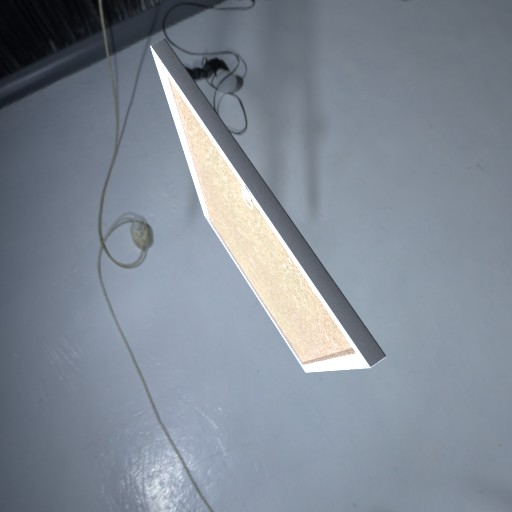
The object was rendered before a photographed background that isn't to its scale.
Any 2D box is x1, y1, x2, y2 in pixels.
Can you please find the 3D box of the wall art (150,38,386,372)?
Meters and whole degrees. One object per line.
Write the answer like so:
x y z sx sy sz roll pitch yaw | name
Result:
0.000 0.000 1.385 0.042 1.056 0.805 -32 77 -8 | wall art
